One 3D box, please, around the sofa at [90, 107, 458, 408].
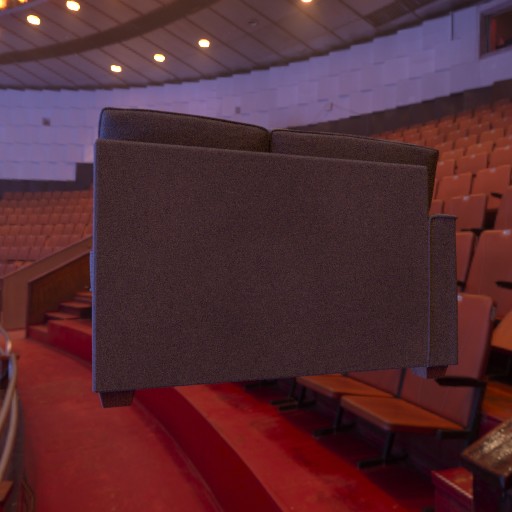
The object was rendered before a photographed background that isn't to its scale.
[{"bbox_3d":[0.000,0.000,2.000,1.388,0.989,0.991,1,-2,-18],"label":"sofa"}]
